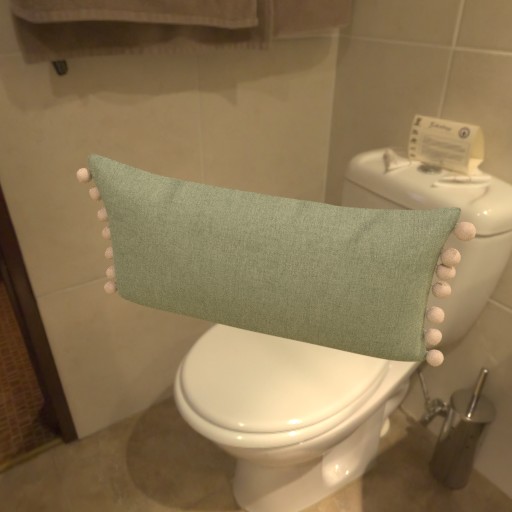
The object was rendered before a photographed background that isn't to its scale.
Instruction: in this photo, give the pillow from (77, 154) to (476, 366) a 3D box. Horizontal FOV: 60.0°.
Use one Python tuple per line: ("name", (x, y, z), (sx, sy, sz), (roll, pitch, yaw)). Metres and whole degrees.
("pillow", (0.000, 0.000, 0.822), (0.709, 0.322, 0.201), (10, 32, 16))
